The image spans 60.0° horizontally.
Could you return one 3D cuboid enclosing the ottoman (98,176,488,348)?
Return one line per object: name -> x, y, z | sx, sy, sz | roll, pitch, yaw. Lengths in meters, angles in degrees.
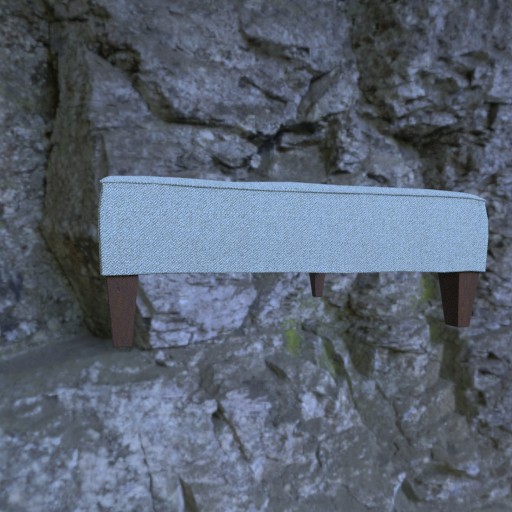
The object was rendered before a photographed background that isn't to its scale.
ottoman -> 0.000, 0.000, 1.487 | 0.968, 0.379, 1.004 | 0, 0, -18
